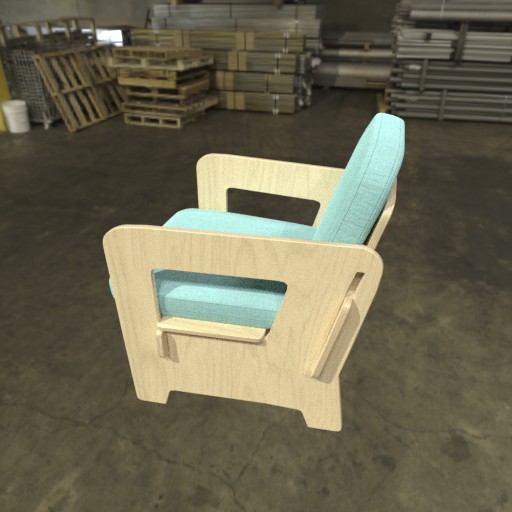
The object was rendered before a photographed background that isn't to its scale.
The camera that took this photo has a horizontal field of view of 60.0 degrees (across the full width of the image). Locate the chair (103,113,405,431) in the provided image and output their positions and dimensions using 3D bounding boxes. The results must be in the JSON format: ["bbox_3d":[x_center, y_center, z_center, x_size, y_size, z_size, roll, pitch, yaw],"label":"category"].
[{"bbox_3d":[0.000,0.000,1.293,0.710,0.800,0.590,8,31,14],"label":"chair"}]
